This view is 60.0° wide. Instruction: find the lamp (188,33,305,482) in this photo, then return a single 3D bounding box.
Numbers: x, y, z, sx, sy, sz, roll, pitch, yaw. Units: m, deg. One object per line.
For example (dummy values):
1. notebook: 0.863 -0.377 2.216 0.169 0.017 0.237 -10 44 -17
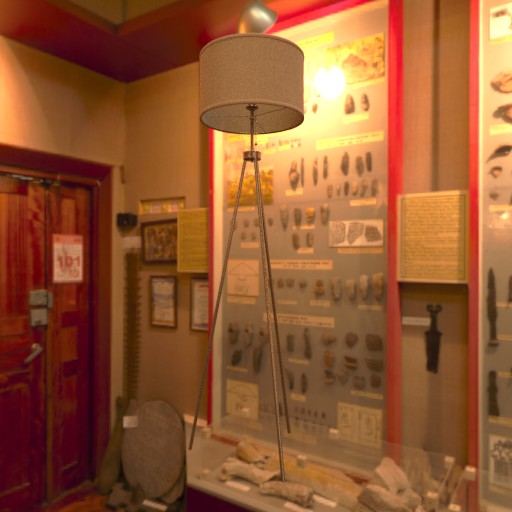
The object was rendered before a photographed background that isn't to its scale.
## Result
1. lamp: 0.000 0.000 1.758 0.449 1.545 0.460 0 0 35
